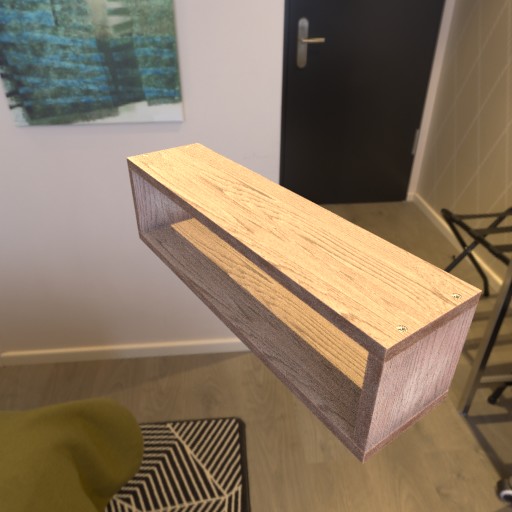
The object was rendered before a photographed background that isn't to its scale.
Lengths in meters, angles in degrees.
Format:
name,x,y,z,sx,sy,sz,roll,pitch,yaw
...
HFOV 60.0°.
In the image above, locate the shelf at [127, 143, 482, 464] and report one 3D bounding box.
name,x,y,z,sx,sy,sz,roll,pitch,yaw
shelf,0.000,0.000,0.685,0.150,0.170,0.610,-21,38,-30
